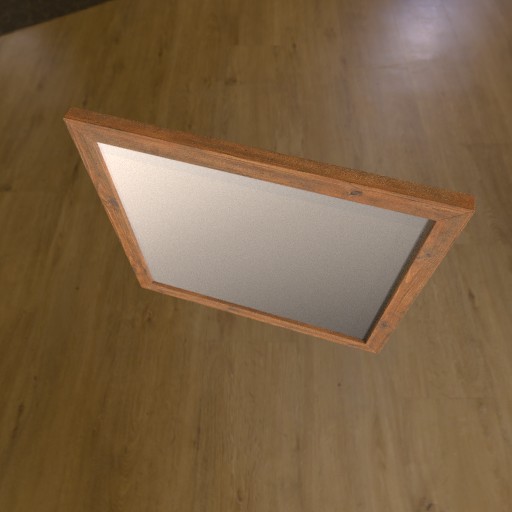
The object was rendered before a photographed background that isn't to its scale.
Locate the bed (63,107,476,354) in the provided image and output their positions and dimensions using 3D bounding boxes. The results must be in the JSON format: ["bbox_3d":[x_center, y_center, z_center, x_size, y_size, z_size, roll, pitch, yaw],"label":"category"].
[{"bbox_3d":[0.000,0.000,1.490,1.046,0.942,0.046,15,59,9],"label":"bed"}]
